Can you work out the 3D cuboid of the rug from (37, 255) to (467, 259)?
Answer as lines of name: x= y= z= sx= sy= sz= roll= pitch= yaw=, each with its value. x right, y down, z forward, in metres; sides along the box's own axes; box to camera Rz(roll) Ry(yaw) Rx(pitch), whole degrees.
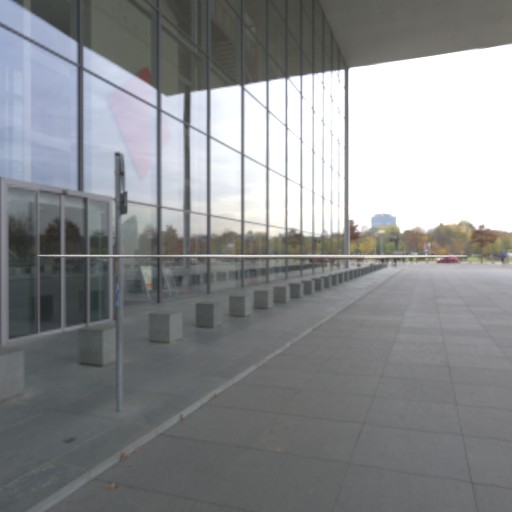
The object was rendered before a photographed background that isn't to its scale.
rug: x=0.000 y=0.000 z=4.007 sx=3.055 sy=0.021 sz=2.410 roll=0 pitch=0 yaw=36
